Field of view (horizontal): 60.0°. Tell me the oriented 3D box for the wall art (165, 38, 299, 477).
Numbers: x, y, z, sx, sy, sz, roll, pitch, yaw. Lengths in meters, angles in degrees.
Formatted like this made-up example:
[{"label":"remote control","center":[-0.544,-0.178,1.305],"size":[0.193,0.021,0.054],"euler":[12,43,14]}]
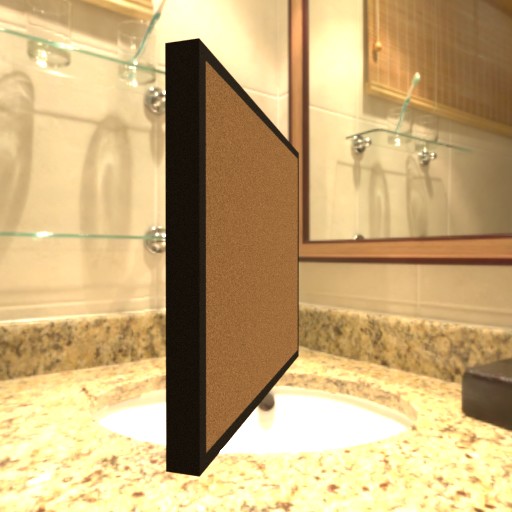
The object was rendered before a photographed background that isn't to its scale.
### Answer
[{"label":"wall art","center":[0.000,0.000,0.522],"size":[0.028,0.325,0.397],"euler":[0,1,16]}]
